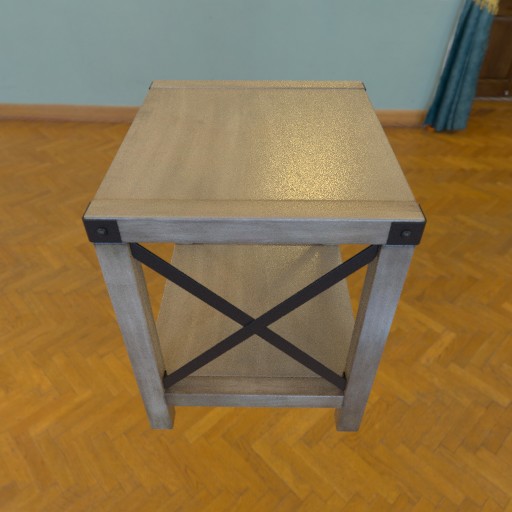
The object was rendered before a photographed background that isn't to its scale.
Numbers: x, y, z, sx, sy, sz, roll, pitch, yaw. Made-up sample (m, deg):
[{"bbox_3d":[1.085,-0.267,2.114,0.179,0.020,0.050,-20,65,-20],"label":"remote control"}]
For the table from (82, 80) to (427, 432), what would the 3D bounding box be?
[{"bbox_3d":[0.000,0.000,0.938,0.459,0.561,0.510,0,41,1],"label":"table"}]
